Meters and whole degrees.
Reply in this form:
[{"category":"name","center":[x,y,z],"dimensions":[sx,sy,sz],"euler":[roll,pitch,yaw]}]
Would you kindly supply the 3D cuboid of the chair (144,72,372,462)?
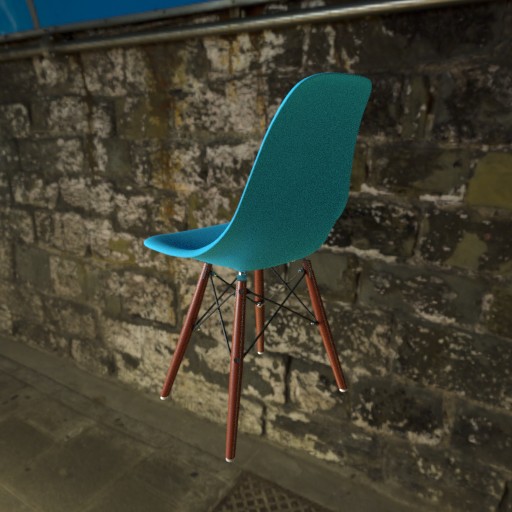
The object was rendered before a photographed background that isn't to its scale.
[{"category":"chair","center":[0.000,0.000,1.138],"dimensions":[0.470,0.826,0.533],"euler":[-15,21,-42]}]
